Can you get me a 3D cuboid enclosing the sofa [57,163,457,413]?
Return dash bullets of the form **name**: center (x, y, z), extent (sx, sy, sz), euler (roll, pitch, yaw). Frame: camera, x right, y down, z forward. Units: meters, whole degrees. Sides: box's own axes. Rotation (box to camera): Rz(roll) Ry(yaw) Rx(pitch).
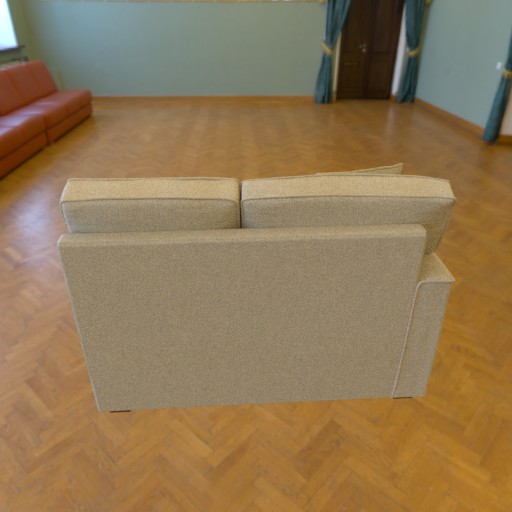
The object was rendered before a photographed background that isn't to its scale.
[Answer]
- **sofa**: center (0.000, 0.000, 2.031), extent (1.388, 0.989, 0.991), euler (-2, 29, -3)
